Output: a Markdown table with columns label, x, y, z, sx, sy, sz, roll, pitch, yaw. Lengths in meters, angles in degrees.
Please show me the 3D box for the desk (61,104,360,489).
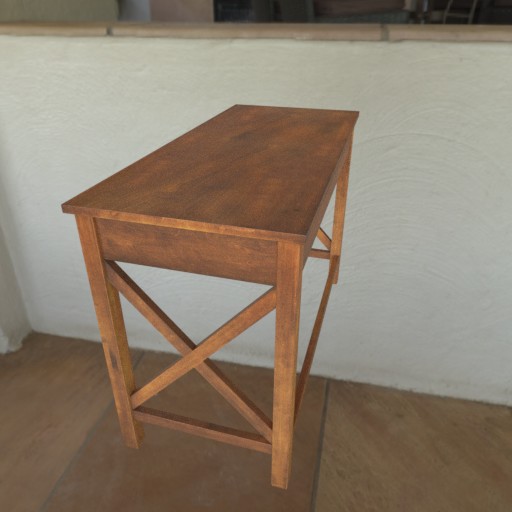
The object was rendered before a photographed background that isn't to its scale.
| label | x | y | z | sx | sy | sz | roll | pitch | yaw |
| --- | --- | --- | --- | --- | --- | --- | --- | --- | --- |
| desk | 0.000 | 0.000 | 1.493 | 0.508 | 0.762 | 1.117 | 8 | 30 | 14 |
